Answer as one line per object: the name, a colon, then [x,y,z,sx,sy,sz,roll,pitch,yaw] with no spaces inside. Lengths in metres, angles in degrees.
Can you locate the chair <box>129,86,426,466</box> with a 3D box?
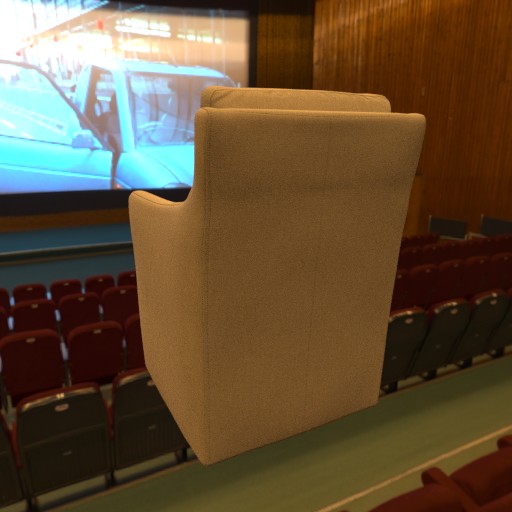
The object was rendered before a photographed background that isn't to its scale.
chair: [0.000,0.000,1.341,0.626,0.914,0.694,-8,17,-27]
